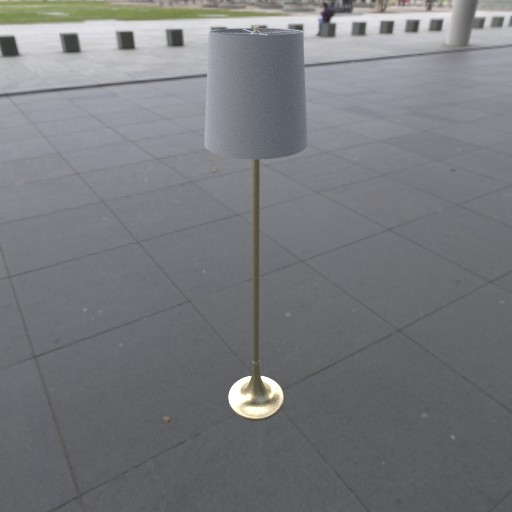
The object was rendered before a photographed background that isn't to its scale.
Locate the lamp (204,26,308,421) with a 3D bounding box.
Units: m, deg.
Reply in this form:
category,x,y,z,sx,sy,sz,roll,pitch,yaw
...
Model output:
category,x,y,z,sx,sy,sz,roll,pitch,yaw
lamp,0.000,0.000,1.678,0.337,1.543,0.337,0,31,0
